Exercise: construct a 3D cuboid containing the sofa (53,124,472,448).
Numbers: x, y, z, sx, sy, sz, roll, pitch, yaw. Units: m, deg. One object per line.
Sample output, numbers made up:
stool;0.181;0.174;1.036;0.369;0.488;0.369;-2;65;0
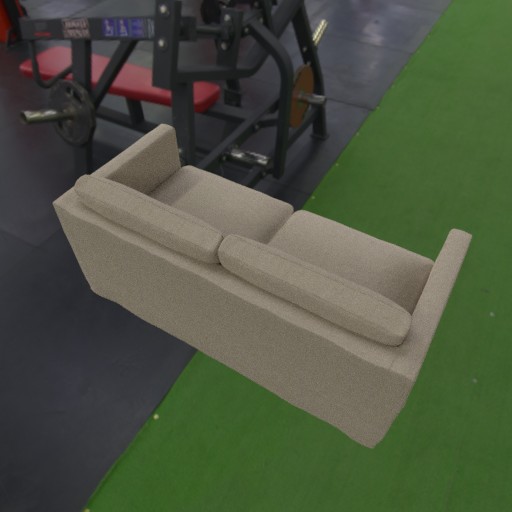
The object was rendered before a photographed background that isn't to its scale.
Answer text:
sofa;0.000;0.000;2.462;1.987;0.847;0.956;24;52;20
